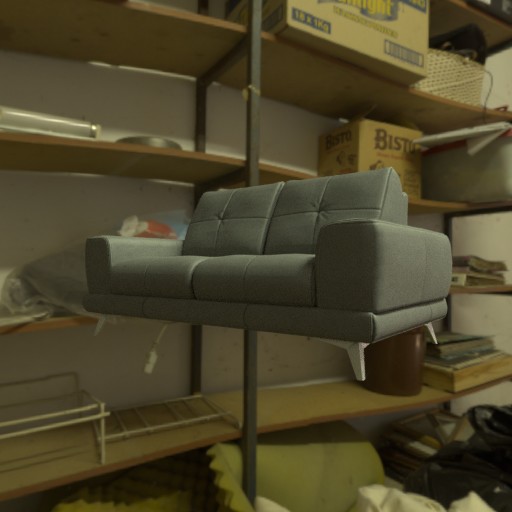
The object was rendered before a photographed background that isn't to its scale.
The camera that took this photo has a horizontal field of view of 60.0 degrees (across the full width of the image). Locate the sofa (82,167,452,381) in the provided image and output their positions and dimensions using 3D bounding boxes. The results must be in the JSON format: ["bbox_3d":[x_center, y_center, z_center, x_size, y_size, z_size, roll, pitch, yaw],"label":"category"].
[{"bbox_3d":[0.000,0.000,2.415,1.806,0.907,1.018,-1,-1,37],"label":"sofa"}]
